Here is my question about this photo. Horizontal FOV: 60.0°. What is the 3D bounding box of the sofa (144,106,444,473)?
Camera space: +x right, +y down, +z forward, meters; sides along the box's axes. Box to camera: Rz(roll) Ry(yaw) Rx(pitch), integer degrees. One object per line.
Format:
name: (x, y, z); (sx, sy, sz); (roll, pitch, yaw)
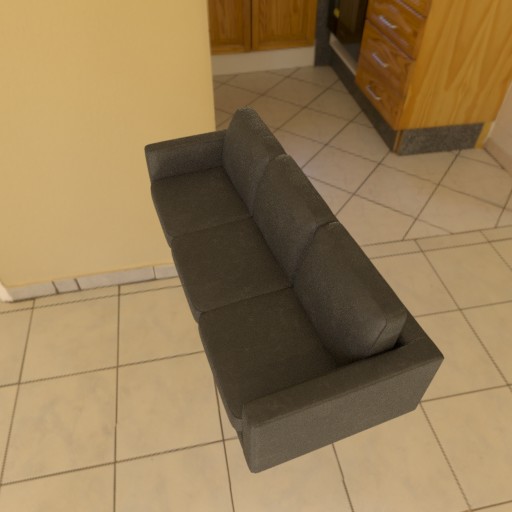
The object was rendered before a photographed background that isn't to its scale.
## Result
sofa: (0.000, 0.000, 2.511); (0.879, 0.899, 2.029); (-15, 48, -14)
